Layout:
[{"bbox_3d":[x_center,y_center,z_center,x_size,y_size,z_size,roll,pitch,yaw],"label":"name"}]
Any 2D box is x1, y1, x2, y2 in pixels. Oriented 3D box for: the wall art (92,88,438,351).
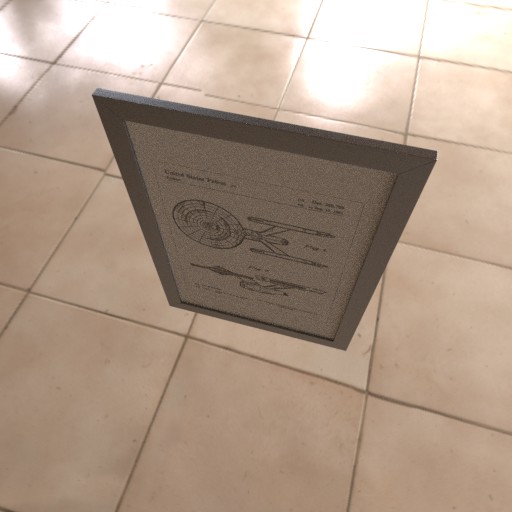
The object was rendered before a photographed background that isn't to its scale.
[{"bbox_3d":[0.000,0.000,0.692,0.376,0.529,0.013,13,58,8],"label":"wall art"}]
